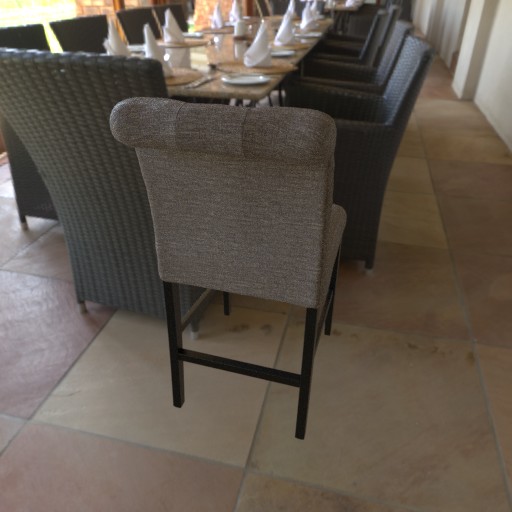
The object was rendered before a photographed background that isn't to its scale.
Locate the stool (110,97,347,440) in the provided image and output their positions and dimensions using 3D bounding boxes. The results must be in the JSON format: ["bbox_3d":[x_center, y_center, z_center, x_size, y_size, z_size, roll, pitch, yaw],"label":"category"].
[{"bbox_3d":[0.000,0.000,1.300,0.457,0.970,0.611,9,33,14],"label":"stool"}]
